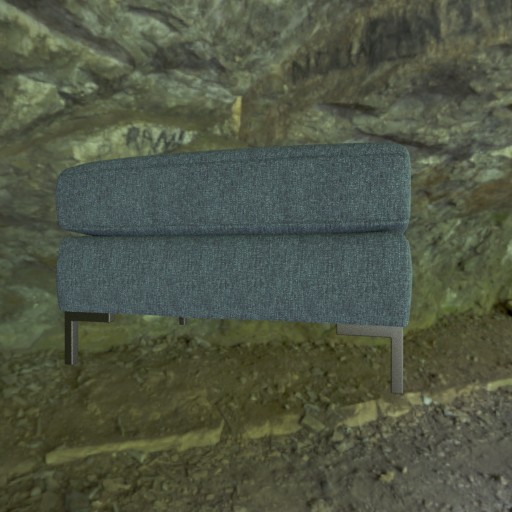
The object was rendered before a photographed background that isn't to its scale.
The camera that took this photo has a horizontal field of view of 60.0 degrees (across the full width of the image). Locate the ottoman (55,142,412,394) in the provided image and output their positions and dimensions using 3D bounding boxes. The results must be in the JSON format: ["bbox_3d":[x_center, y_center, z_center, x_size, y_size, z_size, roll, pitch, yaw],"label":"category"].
[{"bbox_3d":[0.000,0.000,1.287,0.831,0.533,0.695,0,1,17],"label":"ottoman"}]
